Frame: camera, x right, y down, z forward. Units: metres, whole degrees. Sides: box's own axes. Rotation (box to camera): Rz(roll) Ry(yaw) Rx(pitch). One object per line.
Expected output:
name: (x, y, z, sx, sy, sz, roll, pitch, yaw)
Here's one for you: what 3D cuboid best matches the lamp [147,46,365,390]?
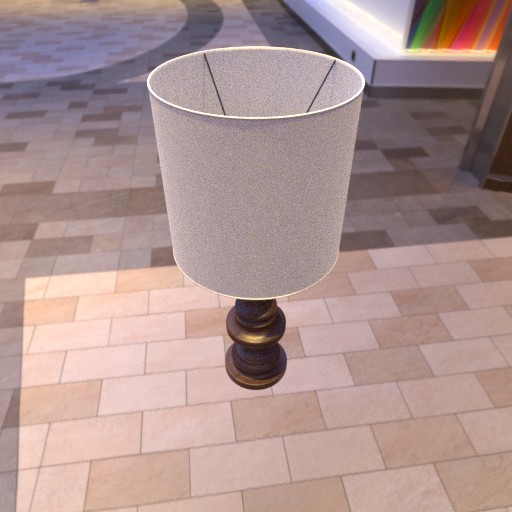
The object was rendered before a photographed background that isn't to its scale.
lamp: (0.000, 0.000, 0.577, 0.208, 0.455, 0.208, 25, 46, 27)
